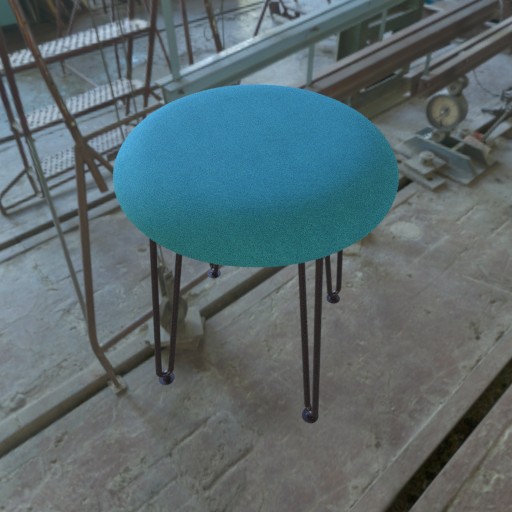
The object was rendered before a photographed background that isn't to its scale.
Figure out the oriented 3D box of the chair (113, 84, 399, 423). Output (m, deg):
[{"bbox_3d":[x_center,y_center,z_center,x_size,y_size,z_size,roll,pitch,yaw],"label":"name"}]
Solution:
[{"bbox_3d":[0.000,0.000,0.680,0.350,0.430,0.350,2,46,2],"label":"chair"}]
